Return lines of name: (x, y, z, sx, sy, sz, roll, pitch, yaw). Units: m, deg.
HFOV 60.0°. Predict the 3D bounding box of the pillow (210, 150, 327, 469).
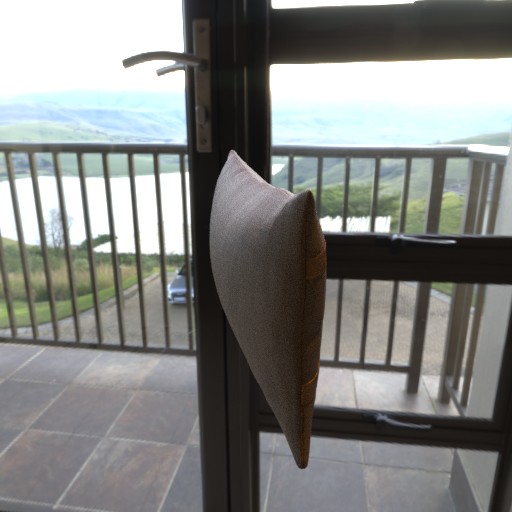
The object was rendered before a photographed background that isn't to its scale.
pillow: (0.000, 0.000, 0.726, 0.148, 0.308, 0.612, -3, 17, -9)
